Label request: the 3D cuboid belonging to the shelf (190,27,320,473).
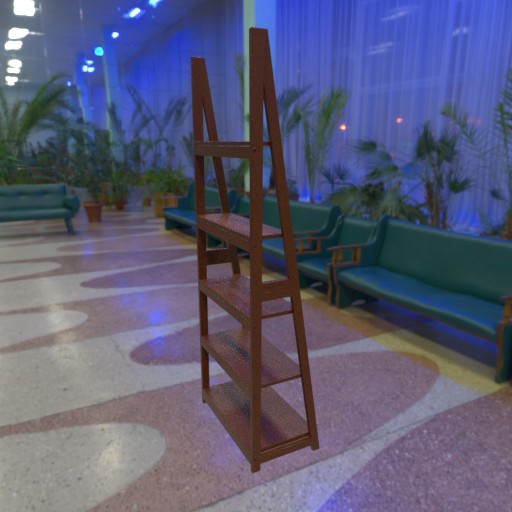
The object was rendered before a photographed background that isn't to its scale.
[{"bbox_3d":[0.000,0.000,2.064,0.356,1.780,0.630,-7,16,-26],"label":"shelf"}]
